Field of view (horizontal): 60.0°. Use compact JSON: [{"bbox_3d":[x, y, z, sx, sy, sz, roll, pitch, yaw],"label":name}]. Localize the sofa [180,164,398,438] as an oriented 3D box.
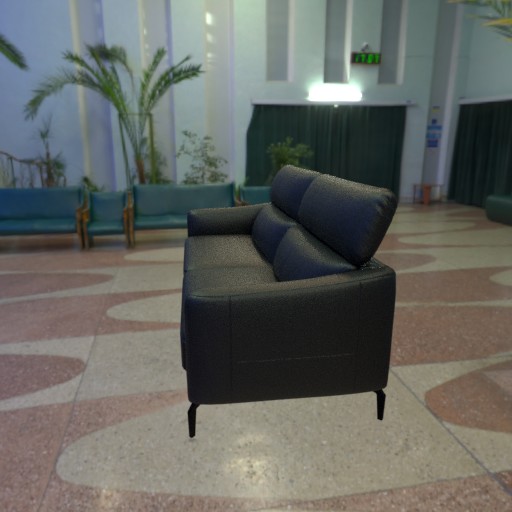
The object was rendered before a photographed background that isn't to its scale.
[{"bbox_3d":[0.000,0.000,2.605,0.856,0.957,2.069,-2,15,-8],"label":"sofa"}]
